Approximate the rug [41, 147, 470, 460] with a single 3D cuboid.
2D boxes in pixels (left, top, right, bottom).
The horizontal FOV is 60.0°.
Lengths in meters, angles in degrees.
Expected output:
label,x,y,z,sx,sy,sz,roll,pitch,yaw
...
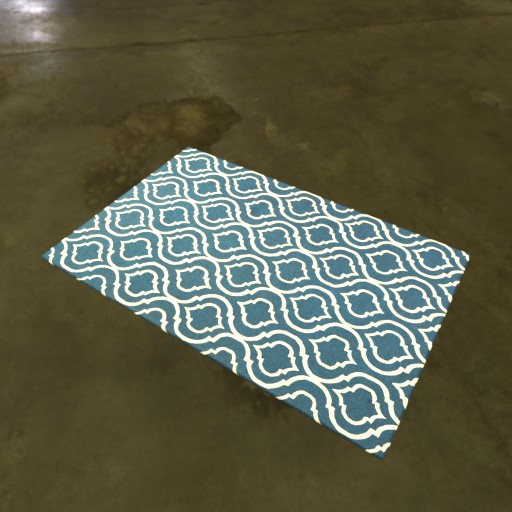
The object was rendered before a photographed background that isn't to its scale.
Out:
label,x,y,z,sx,sy,sz,roll,pitch,yaw
rug,0.000,0.000,2.152,1.753,0.010,1.143,25,51,22
